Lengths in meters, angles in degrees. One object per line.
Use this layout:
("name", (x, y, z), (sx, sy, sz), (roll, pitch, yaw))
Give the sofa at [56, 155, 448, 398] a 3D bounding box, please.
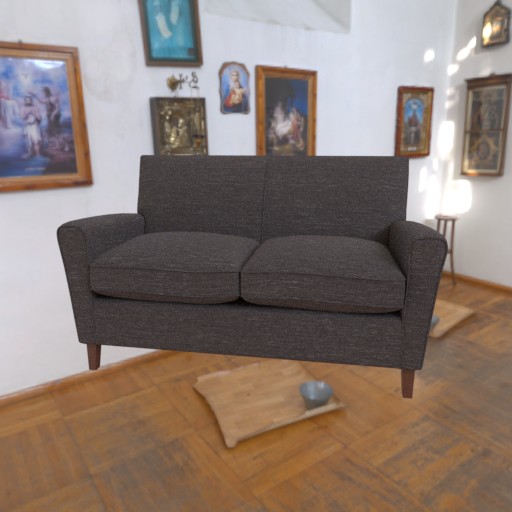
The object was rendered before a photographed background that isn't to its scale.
("sofa", (0.000, 0.000, 2.089), (1.509, 0.905, 0.867), (2, 14, 9))
